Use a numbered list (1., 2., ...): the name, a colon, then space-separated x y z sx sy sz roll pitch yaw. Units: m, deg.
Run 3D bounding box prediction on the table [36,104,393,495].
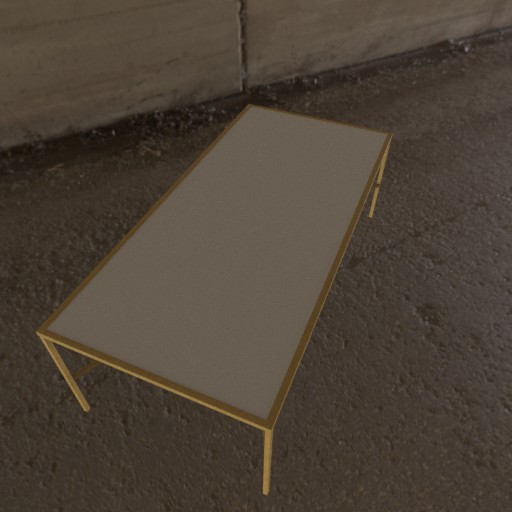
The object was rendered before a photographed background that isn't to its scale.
1. table: 0.000 0.000 1.465 0.580 0.398 1.206 17 48 16
